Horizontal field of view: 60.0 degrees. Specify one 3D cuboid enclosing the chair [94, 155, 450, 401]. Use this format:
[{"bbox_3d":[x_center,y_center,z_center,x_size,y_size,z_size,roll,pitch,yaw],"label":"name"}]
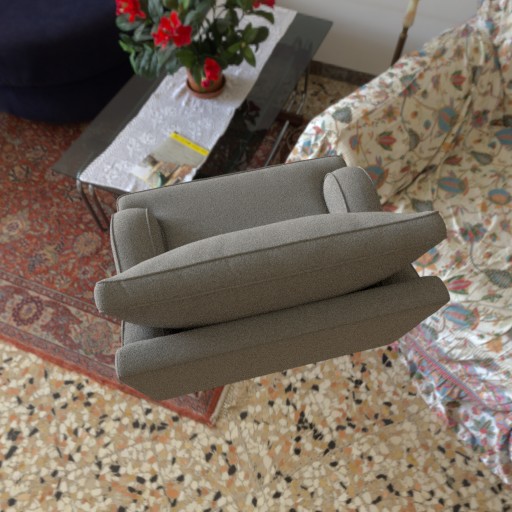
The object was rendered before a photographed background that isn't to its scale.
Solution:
[{"bbox_3d":[0.000,0.000,2.016,1.220,1.016,1.040,-12,60,-7],"label":"chair"}]
